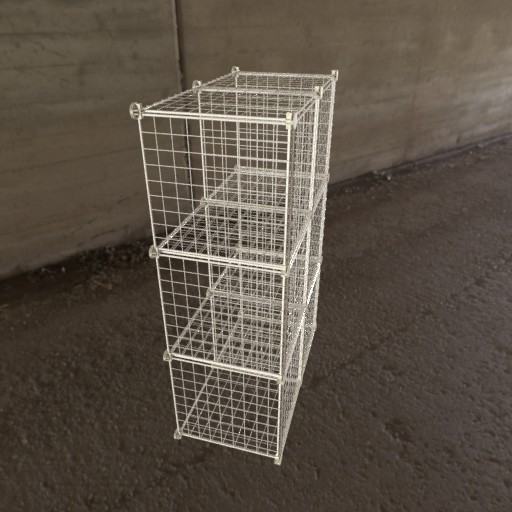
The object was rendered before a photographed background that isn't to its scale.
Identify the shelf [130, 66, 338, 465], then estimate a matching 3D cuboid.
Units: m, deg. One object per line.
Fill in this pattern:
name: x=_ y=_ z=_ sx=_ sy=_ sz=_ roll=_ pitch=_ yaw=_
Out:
shelf: x=0.000 y=0.000 z=1.452 sx=0.356 sy=1.067 sz=0.711 roll=8 pitch=30 yaw=14
